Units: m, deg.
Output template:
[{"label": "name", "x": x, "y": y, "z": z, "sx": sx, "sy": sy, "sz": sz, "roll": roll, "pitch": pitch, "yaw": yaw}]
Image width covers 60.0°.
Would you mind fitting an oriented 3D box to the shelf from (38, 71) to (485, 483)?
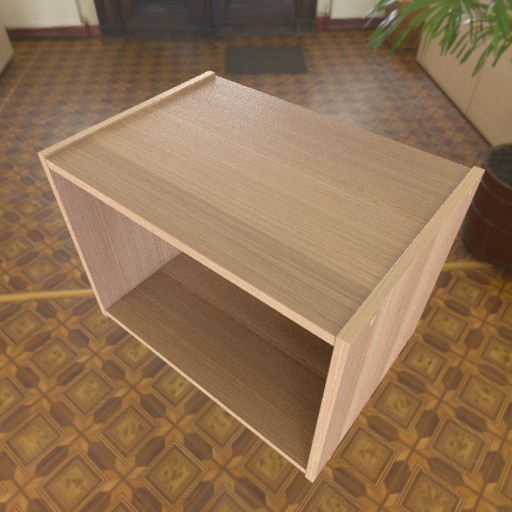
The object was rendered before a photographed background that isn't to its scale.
[{"label": "shelf", "x": 0.000, "y": 0.000, "z": 0.608, "sx": 0.415, "sy": 0.305, "sz": 0.290, "roll": 30, "pitch": 53, "yaw": 26}]
